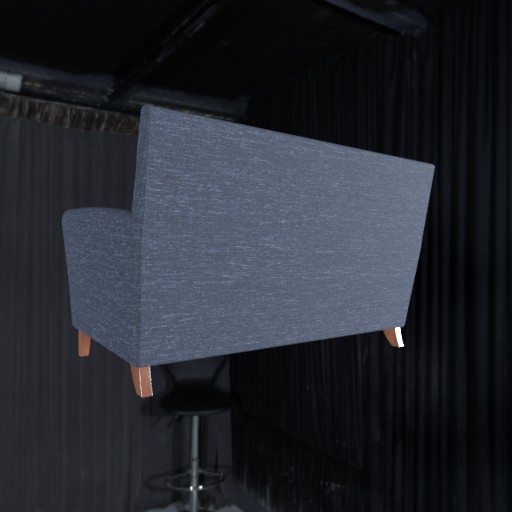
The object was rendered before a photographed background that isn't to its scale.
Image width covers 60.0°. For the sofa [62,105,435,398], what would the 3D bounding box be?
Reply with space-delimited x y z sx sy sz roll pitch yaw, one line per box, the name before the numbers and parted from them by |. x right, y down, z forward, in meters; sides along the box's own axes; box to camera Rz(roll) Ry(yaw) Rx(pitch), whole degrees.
sofa | 0.000 0.000 1.940 1.420 0.846 0.875 0 0 -36
